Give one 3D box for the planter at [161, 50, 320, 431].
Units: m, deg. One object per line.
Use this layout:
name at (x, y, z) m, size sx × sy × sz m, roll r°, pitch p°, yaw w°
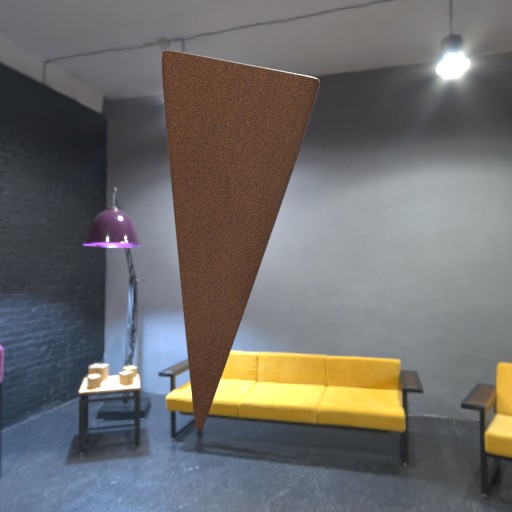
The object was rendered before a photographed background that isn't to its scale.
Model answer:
planter at (0.000, 0.000, 0.159) m, size 0.047 × 0.130 × 0.058 m, roll -1°, pitch -2°, yaw 19°
